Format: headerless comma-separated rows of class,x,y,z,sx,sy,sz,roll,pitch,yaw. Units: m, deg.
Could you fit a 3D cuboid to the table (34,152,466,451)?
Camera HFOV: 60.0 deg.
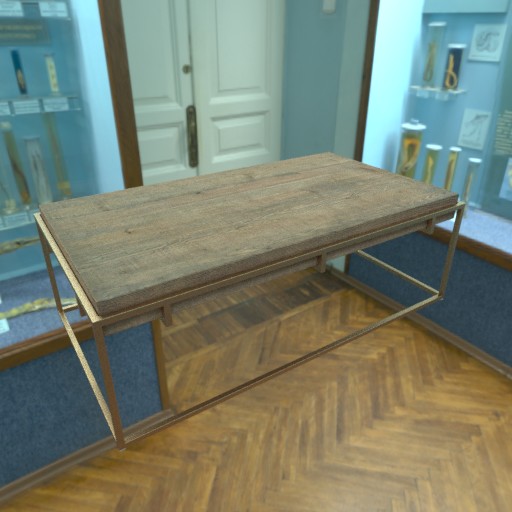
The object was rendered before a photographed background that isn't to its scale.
table,0.000,0.000,1.717,1.387,0.468,0.775,-17,32,-29
